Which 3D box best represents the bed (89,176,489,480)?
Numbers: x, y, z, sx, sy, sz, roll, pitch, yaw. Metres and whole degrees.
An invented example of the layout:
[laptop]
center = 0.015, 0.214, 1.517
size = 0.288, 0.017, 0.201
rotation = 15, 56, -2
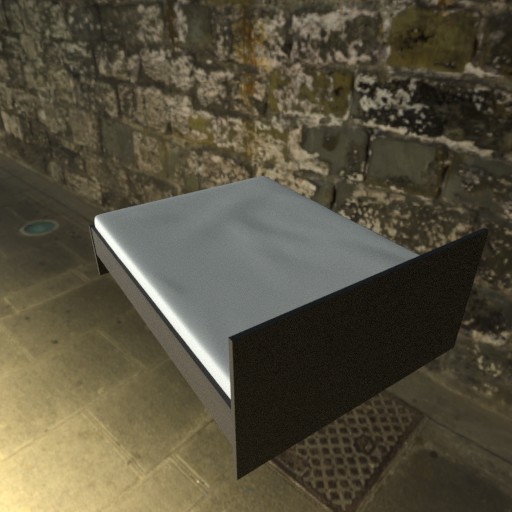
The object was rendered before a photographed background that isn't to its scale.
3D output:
[bed]
center = 0.000, 0.000, 2.911
size = 1.585, 0.823, 2.073
rotation = -19, 35, -29
